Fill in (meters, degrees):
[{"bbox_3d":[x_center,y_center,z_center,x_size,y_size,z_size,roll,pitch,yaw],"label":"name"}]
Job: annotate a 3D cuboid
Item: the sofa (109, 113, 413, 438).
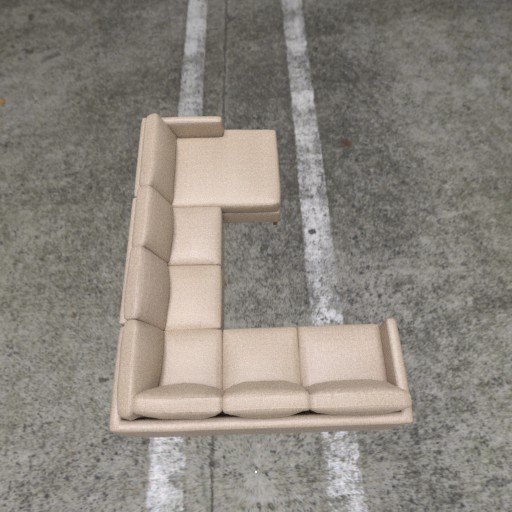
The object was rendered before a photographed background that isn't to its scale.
[{"bbox_3d":[0.000,0.000,4.670,2.594,0.961,3.460,-2,64,-1],"label":"sofa"}]
